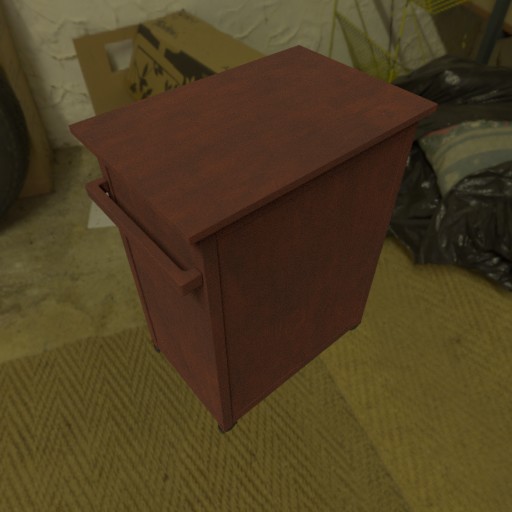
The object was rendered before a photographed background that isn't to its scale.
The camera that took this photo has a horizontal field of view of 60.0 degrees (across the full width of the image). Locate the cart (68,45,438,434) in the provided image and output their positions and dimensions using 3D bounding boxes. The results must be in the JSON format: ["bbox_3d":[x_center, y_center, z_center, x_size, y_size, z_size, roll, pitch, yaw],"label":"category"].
[{"bbox_3d":[0.000,0.000,1.258,0.683,0.864,0.442,-31,54,-27],"label":"cart"}]
